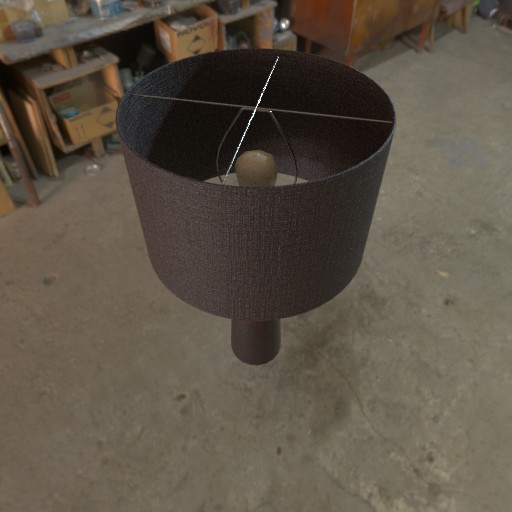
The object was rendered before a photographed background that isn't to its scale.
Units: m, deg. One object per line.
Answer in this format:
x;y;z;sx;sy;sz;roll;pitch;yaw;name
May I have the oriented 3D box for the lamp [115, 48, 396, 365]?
0.000;0.000;0.664;0.303;0.488;0.303;0;46;0;lamp
